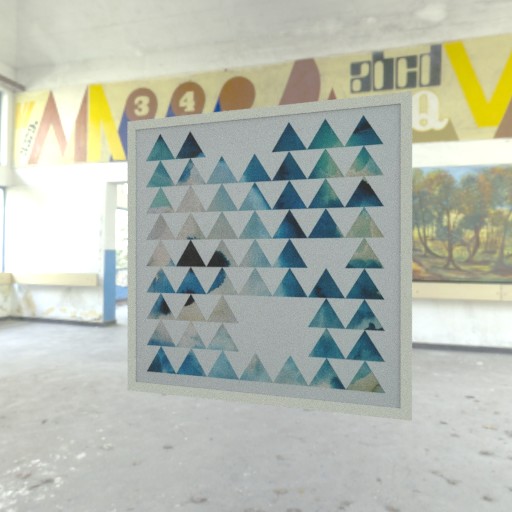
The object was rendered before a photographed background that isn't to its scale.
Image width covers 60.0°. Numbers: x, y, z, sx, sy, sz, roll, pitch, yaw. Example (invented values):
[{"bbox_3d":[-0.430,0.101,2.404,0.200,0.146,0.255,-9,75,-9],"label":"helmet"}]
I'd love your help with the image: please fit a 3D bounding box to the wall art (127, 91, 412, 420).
[{"bbox_3d":[0.000,0.000,1.218,0.809,0.809,0.012,0,0,18],"label":"wall art"}]
